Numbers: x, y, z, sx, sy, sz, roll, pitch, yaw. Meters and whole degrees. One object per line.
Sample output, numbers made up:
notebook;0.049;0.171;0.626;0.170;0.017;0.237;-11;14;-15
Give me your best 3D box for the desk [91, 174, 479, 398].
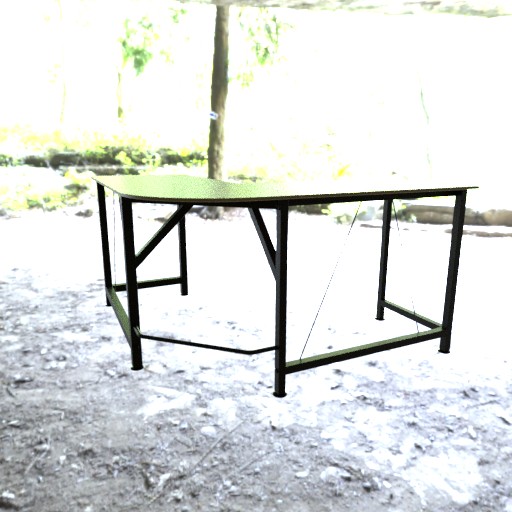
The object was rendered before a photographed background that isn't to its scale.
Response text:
desk;0.000;0.000;2.262;1.400;0.762;1.400;-6;15;-24
